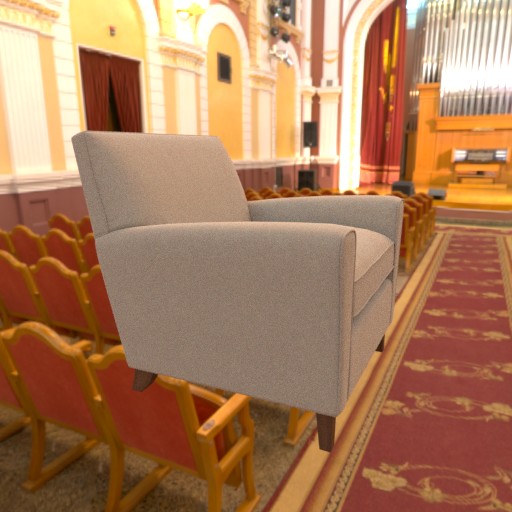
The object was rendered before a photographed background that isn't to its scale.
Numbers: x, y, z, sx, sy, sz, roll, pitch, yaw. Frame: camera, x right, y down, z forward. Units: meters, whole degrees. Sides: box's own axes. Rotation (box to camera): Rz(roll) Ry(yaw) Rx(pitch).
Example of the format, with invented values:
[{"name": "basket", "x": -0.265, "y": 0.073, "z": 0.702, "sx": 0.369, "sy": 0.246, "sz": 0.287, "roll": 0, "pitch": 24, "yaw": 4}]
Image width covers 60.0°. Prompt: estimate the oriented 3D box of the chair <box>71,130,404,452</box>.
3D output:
[{"name": "chair", "x": 0.000, "y": 0.000, "z": 1.573, "sx": 0.871, "sy": 0.846, "sz": 0.840, "roll": 7, "pitch": 15, "yaw": 26}]
